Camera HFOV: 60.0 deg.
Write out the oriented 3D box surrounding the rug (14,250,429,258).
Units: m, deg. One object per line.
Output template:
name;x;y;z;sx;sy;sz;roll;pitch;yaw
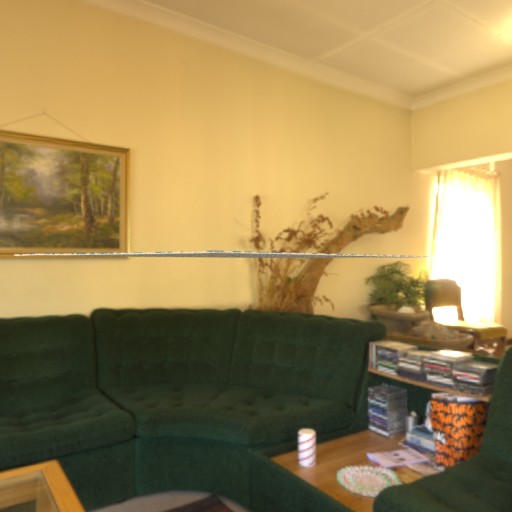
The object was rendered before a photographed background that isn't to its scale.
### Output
rug;0.000;0.000;2.963;1.520;0.011;2.447;0;-1;38
